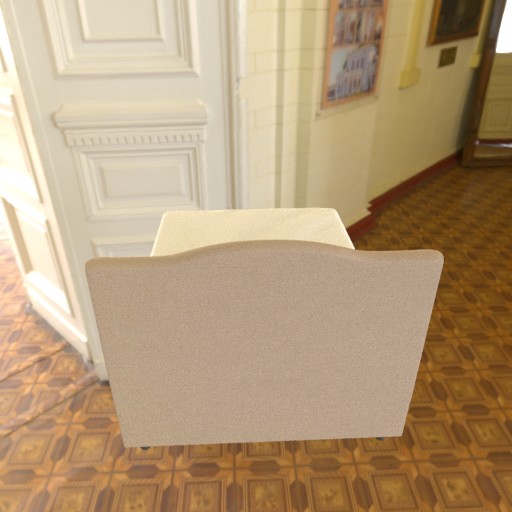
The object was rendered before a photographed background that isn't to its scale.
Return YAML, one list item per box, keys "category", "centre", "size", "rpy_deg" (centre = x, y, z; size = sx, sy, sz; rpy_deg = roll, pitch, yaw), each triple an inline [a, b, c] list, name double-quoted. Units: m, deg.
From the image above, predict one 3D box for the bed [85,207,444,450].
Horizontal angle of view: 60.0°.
- category: "bed"
  centre: [0.000, 0.000, 3.364]
  size: [1.821, 1.436, 2.282]
  rpy_deg: [-1, 31, -2]
